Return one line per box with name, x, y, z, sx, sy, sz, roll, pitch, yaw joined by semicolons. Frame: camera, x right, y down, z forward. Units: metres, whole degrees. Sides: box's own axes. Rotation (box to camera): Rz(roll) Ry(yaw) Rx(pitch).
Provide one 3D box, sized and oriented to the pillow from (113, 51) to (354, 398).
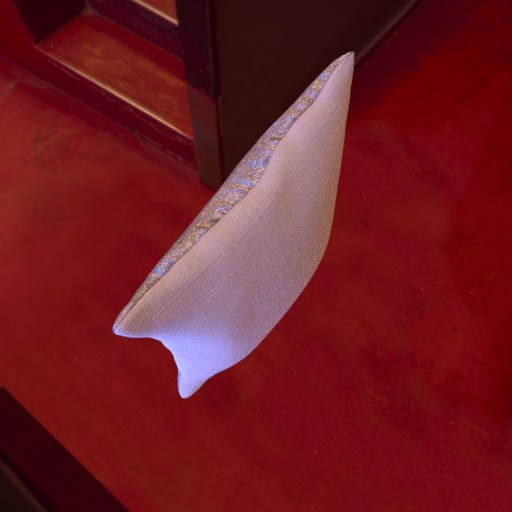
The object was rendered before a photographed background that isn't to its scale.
pillow;0.000;0.000;0.716;0.175;0.464;0.470;33;69;15
